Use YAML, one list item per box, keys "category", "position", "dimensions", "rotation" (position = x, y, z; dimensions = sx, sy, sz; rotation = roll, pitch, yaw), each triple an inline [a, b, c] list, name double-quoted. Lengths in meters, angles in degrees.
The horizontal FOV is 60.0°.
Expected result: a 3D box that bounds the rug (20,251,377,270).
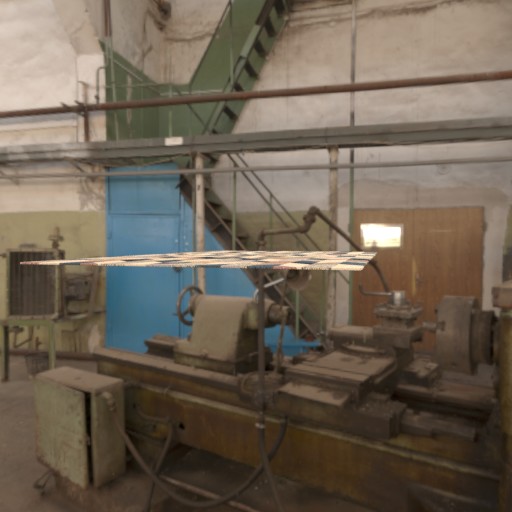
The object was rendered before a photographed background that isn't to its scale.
- category: "rug"
  position: [0.000, 0.000, 2.951]
  dimensions: [1.513, 0.008, 2.423]
  rotation: [1, 2, 17]
